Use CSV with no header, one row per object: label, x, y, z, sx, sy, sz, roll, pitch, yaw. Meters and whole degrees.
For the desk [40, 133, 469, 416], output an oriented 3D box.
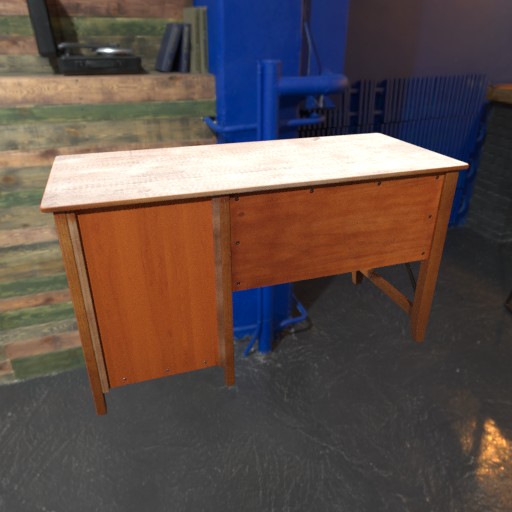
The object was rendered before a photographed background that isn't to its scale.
desk,0.000,0.000,1.730,1.353,0.756,0.574,-8,28,-16
